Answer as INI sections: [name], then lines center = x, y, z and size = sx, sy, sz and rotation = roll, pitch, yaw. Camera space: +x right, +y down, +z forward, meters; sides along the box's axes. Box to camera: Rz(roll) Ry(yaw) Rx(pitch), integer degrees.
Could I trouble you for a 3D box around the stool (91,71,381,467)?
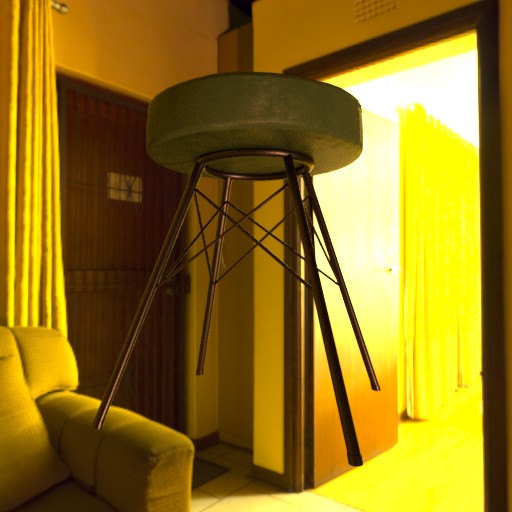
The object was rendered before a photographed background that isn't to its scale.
[stool]
center = 0.000, 0.000, 0.892
size = 0.457, 0.595, 0.430
rotation = -1, -2, 19
